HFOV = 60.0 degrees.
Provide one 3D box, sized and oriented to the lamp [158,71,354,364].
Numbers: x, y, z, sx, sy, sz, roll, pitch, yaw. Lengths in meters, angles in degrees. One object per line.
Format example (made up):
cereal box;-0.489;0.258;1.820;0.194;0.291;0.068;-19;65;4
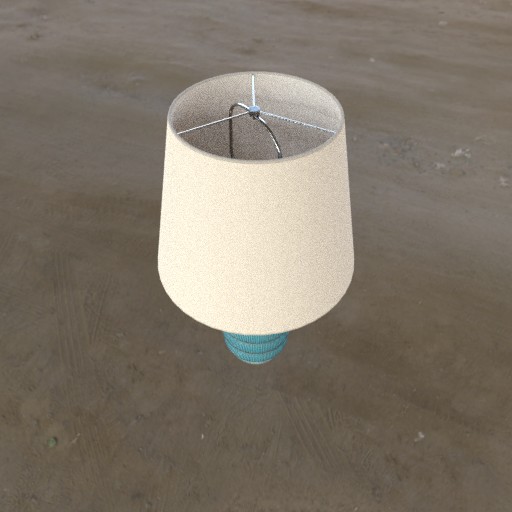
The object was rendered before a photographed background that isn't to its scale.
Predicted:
lamp;0.000;0.000;0.817;0.355;0.582;0.355;0;47;0
